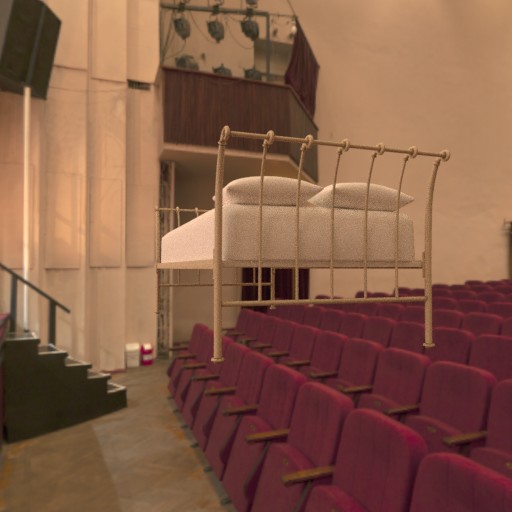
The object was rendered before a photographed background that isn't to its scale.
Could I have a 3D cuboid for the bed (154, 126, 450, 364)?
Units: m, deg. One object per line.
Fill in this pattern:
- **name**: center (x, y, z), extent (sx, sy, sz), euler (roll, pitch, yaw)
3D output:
- **bed**: center (0.000, 0.000, 2.774), extent (1.032, 0.873, 2.228), euler (1, -2, -19)
